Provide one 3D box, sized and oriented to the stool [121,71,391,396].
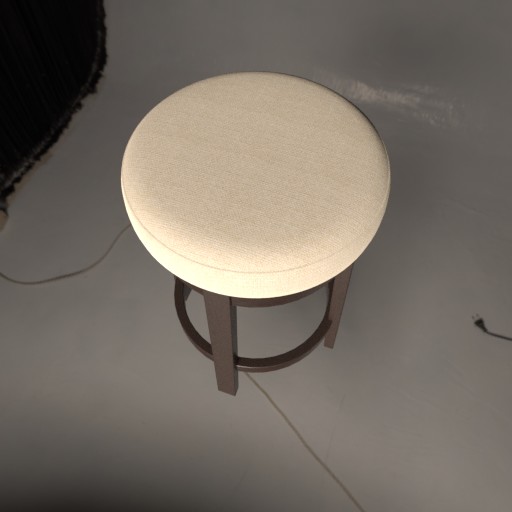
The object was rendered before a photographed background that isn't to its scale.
[{"bbox_3d":[0.000,0.000,0.954,0.449,0.655,0.449,0,59,0],"label":"stool"}]
